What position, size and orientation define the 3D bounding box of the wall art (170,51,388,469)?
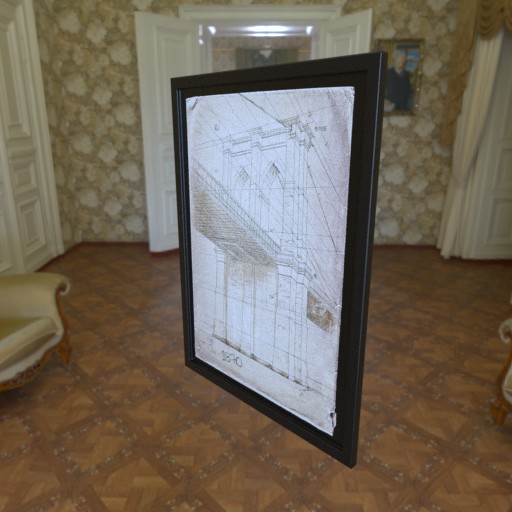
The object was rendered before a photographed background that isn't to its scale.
[{"bbox_3d":[0.000,0.000,0.835,0.016,0.657,0.480,-16,22,-42],"label":"wall art"}]
